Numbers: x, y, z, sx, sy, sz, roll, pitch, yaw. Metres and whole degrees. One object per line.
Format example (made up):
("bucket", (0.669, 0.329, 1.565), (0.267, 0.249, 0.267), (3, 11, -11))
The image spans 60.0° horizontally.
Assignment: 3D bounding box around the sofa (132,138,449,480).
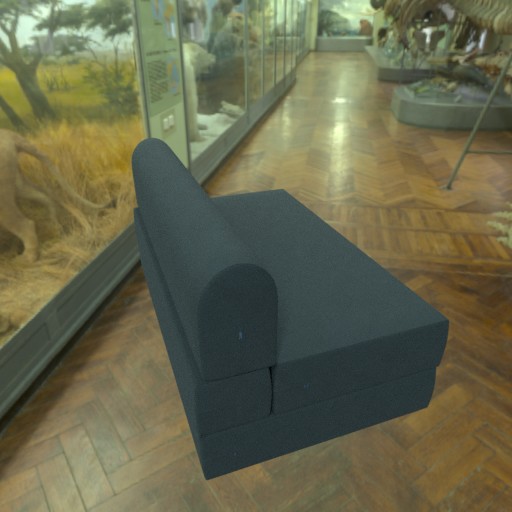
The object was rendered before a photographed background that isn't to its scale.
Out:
("sofa", (0.000, 0.000, 1.658), (0.762, 0.660, 1.219), (-10, 30, -18))
